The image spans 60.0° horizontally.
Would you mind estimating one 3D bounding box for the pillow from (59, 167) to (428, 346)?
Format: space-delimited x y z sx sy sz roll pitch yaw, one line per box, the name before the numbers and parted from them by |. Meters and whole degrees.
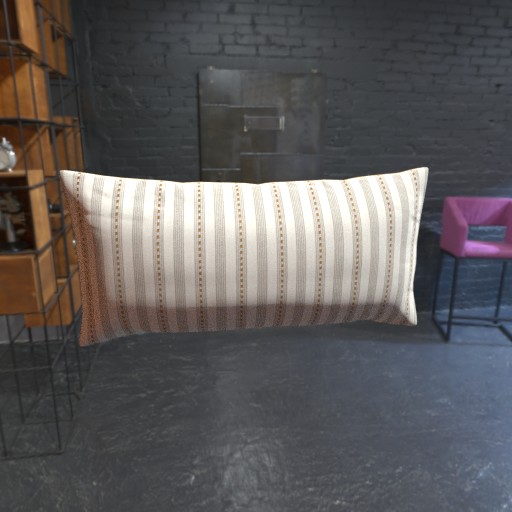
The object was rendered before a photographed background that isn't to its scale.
pillow | 0.000 0.000 0.754 0.608 0.291 0.151 -2 15 -8
